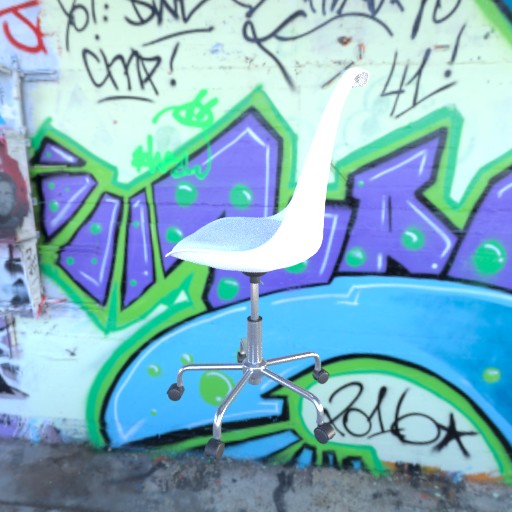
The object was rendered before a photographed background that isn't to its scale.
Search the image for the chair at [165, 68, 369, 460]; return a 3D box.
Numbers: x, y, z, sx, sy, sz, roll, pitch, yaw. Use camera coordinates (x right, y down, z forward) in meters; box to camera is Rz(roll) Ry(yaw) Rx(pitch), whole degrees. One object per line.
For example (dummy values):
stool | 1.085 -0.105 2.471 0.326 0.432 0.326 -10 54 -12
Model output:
chair | 0.000 0.000 1.237 0.550 0.930 0.550 2 14 7
